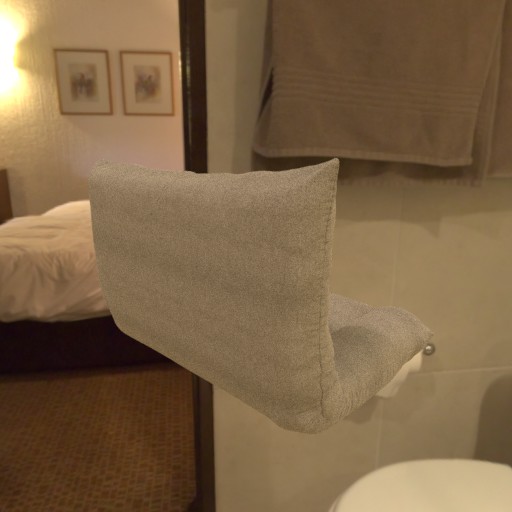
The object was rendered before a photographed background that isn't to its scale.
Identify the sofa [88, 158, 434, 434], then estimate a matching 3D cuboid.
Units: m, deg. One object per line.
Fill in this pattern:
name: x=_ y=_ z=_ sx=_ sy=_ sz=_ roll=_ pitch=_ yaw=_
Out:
sofa: x=0.000 y=0.000 z=1.694 sx=1.144 sy=0.795 sz=0.847 roll=14 pitch=21 yaw=42
